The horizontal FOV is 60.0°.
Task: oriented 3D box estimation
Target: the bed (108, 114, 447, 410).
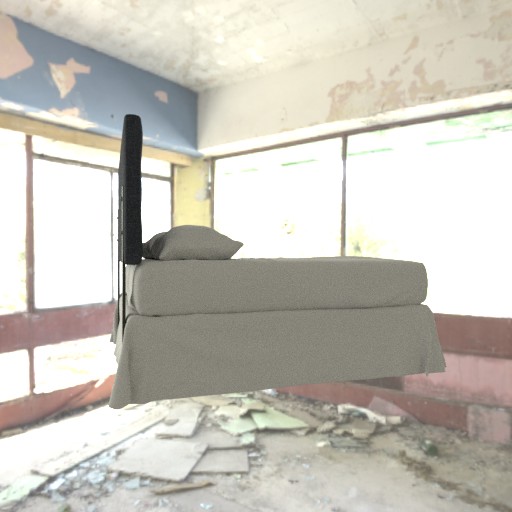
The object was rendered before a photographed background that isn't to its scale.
[{"bbox_3d":[0.000,0.000,3.515,2.222,1.577,1.936,0,0,-18],"label":"bed"}]
